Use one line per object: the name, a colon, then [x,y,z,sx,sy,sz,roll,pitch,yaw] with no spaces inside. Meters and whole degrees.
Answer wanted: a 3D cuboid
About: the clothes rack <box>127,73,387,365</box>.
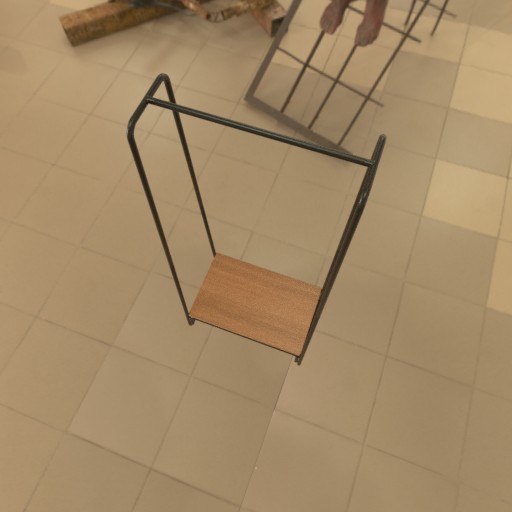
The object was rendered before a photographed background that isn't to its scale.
clothes rack: [0.000,0.000,1.800,0.640,1.500,0.400,18,66,9]
